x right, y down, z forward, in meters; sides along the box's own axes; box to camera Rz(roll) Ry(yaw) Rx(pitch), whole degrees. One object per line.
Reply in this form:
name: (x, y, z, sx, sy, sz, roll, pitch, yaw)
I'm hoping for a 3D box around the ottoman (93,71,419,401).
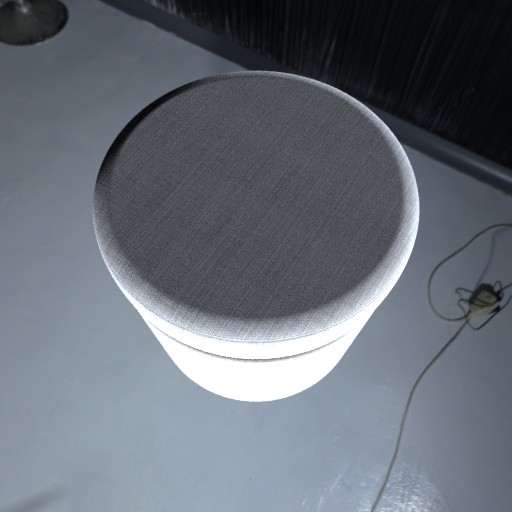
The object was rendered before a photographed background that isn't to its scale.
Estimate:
ottoman: (0.000, 0.000, 0.713, 0.400, 0.406, 0.400, 0, 63, 0)
